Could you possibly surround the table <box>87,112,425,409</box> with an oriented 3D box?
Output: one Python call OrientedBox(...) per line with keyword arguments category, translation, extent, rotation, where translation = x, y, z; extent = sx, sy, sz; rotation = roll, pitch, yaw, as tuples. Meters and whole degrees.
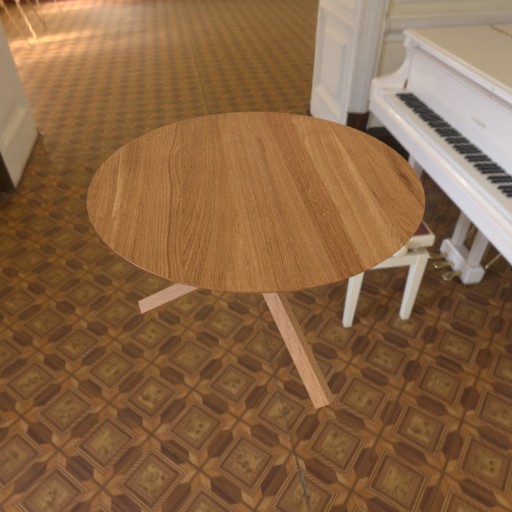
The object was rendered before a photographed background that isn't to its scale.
OrientedBox(category="table", translation=(0.000, 0.000, 1.630), extent=(1.038, 0.666, 1.038), rotation=(0, 40, 0))
